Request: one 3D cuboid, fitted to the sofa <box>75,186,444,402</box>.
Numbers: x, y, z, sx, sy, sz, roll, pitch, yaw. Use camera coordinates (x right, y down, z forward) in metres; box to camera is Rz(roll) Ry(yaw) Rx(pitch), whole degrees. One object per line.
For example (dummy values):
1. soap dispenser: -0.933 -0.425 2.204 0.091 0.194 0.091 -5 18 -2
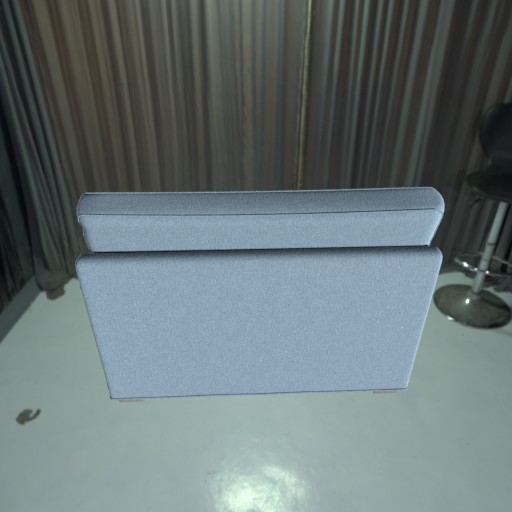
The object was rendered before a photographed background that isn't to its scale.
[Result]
1. sofa: 0.000 0.000 2.072 1.410 0.953 0.940 -1 31 -2
